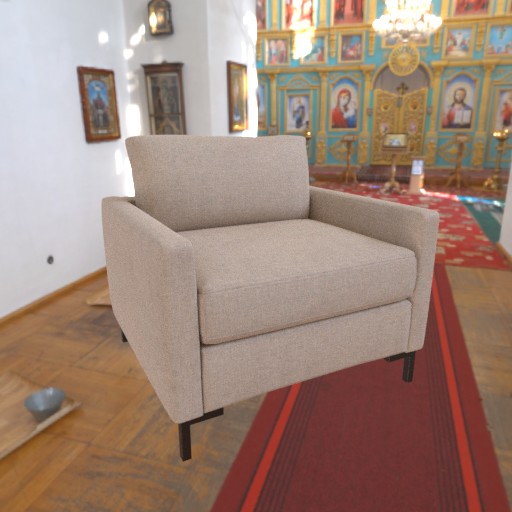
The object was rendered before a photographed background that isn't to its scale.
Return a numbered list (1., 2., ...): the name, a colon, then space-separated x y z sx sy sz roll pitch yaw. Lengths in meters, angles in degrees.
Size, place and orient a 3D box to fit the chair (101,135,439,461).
1. chair: 0.000 0.000 1.640 0.963 0.861 0.866 -8 18 -26
